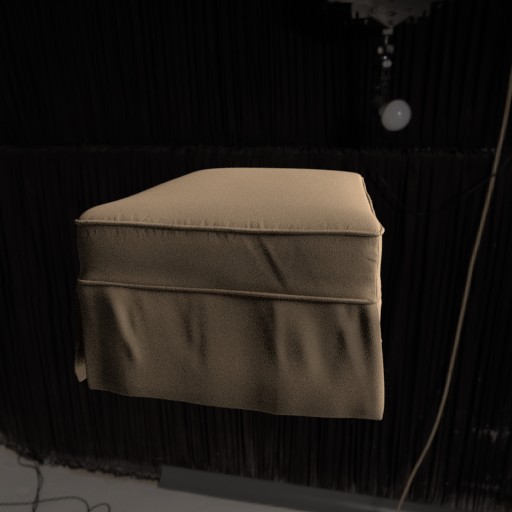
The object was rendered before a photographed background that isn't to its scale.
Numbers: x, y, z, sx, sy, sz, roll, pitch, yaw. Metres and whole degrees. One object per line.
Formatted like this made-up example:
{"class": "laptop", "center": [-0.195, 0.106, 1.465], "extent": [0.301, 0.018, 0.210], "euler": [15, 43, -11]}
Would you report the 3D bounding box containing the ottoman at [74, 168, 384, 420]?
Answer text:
{"class": "ottoman", "center": [0.000, 0.000, 1.344], "extent": [0.721, 0.482, 0.959], "euler": [3, 17, 10]}
